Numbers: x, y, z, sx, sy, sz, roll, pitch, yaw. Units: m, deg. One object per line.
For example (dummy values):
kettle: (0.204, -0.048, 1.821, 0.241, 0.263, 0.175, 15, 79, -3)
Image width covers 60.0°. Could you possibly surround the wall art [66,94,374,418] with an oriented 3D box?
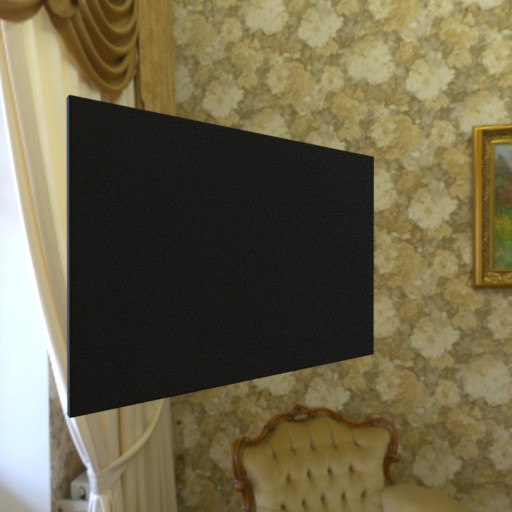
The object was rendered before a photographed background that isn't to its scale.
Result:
wall art: (0.000, 0.000, 1.200, 0.964, 0.659, 0.049, 0, 0, -35)
